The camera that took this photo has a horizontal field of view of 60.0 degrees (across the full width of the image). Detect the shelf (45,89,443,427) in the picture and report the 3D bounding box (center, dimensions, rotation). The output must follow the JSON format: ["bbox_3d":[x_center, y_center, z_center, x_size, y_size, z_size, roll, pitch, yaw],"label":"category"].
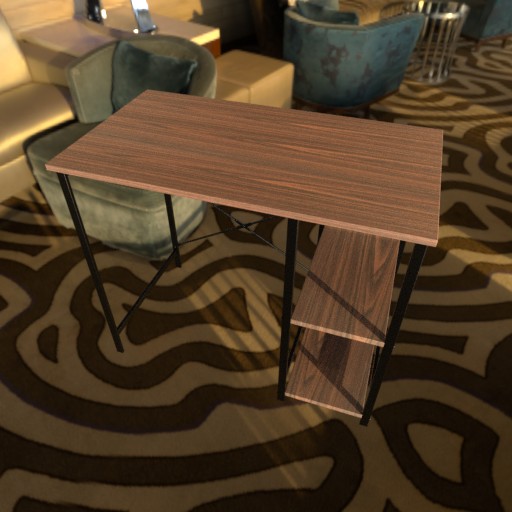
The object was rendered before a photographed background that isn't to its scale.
[{"bbox_3d":[0.000,0.000,1.380,0.902,0.750,0.498,13,43,14],"label":"shelf"}]
